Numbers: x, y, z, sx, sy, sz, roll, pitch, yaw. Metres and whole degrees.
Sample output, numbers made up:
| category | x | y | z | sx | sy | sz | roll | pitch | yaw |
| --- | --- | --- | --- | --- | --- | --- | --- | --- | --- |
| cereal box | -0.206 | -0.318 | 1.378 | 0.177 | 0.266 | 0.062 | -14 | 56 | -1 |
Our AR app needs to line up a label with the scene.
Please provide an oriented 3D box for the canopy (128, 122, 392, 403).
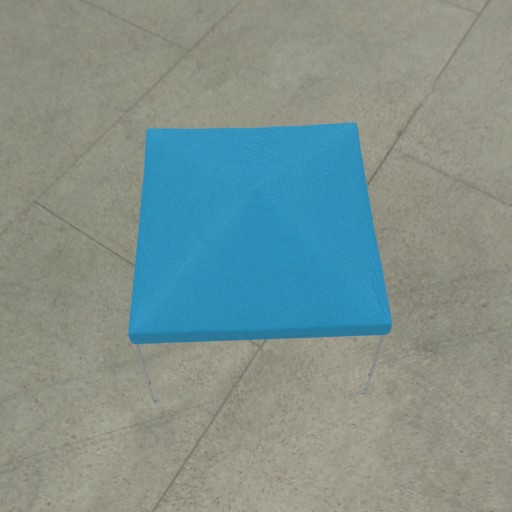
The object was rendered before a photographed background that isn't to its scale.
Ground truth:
| category | x | y | z | sx | sy | sz | roll | pitch | yaw |
| --- | --- | --- | --- | --- | --- | --- | --- | --- | --- |
| canopy | 0.000 | 0.000 | 6.629 | 3.599 | 3.600 | 3.600 | -2 | 64 | -1 |
